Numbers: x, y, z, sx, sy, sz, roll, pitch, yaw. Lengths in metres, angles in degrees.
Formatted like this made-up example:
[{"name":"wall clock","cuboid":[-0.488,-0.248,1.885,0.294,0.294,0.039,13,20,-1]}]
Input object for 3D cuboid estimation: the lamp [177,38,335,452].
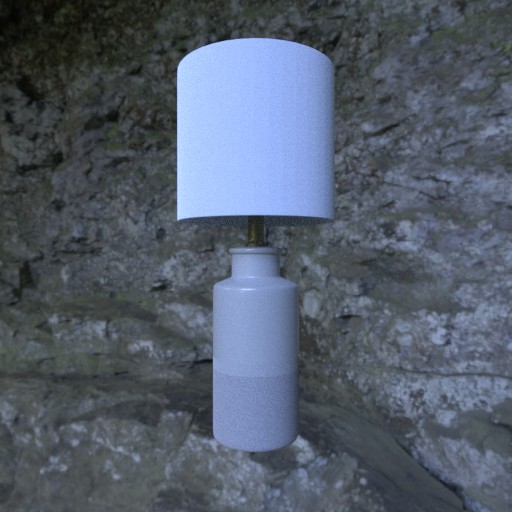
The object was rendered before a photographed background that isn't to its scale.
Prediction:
[{"name":"lamp","cuboid":[0.000,0.000,0.607,0.212,0.493,0.212,0,0,-35]}]
